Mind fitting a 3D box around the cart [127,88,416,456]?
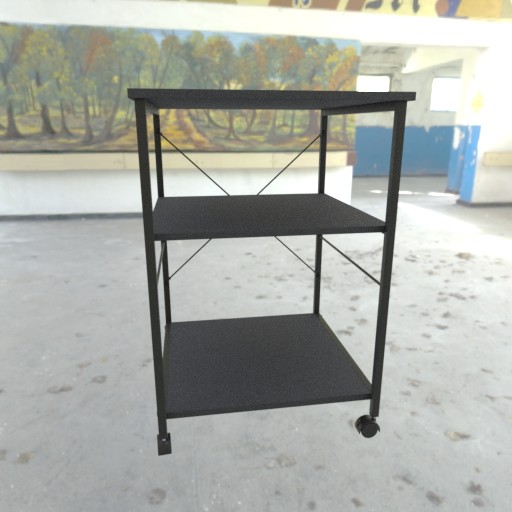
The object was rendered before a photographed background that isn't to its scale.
[{"bbox_3d":[0.000,0.000,1.136,0.521,0.762,0.520,-3,17,-9],"label":"cart"}]
